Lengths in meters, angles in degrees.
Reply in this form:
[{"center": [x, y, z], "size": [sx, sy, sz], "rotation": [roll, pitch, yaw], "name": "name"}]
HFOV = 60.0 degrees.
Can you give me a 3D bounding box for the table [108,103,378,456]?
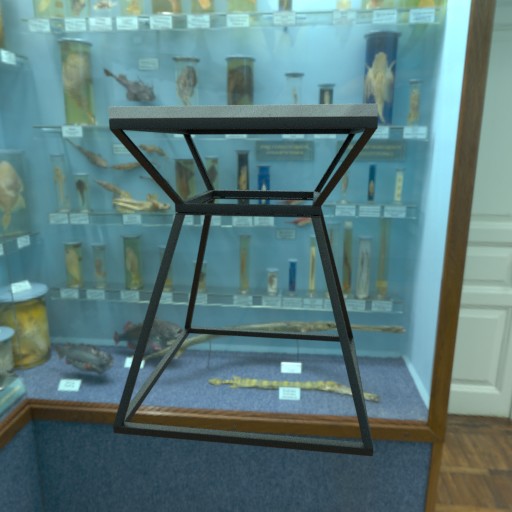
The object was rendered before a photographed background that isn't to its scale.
[{"center": [0.000, 0.000, 0.915], "size": [0.455, 0.559, 0.455], "rotation": [2, 14, 8], "name": "table"}]
